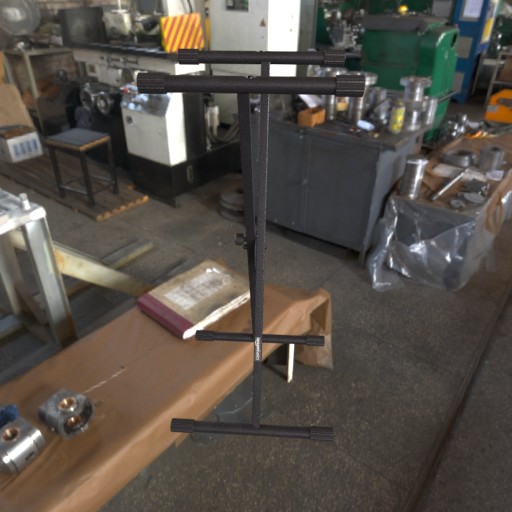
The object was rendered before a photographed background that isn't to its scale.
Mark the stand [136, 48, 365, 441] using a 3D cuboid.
[{"bbox_3d":[0.000,0.000,1.151,0.449,0.940,0.409,2,32,3],"label":"stand"}]
